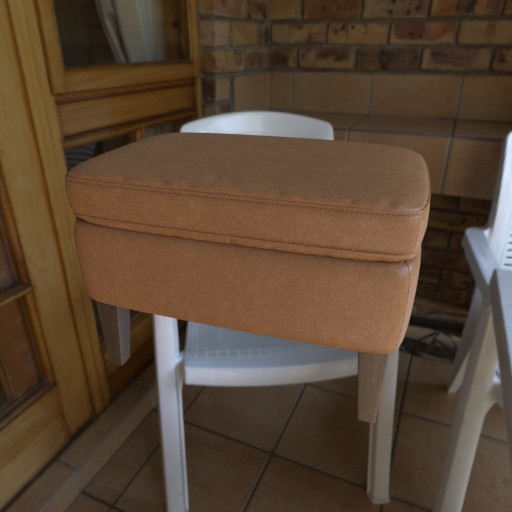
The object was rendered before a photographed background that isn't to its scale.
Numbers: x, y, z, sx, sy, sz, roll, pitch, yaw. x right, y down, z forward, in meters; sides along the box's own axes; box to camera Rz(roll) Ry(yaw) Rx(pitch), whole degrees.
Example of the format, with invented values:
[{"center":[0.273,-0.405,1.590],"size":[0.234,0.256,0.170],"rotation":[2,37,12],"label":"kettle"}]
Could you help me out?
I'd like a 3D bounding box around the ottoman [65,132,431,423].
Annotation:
[{"center":[0.000,0.000,0.987],"size":[0.670,0.480,0.420],"rotation":[8,27,16],"label":"ottoman"}]
